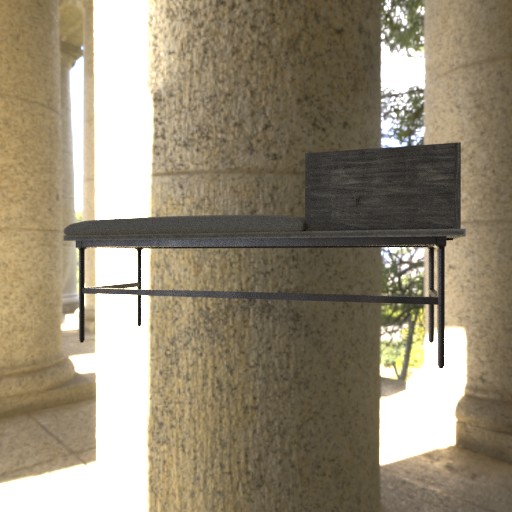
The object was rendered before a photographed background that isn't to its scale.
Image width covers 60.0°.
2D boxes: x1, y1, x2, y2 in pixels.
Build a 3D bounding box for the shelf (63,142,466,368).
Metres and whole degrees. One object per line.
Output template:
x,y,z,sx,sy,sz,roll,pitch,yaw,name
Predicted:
0.000,0.000,1.621,1.342,0.633,0.457,0,0,18,shelf
